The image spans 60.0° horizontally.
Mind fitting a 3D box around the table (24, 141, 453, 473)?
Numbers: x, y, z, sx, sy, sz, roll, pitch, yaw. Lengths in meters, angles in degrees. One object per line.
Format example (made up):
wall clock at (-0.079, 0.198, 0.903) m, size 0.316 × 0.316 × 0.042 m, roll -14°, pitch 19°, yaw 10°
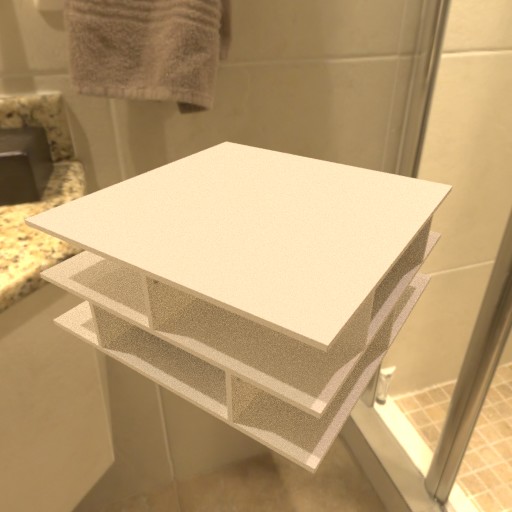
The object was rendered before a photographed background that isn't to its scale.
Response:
table at (0.000, 0.000, 1.083) m, size 0.700 × 0.289 × 0.700 m, roll 19°, pitch 35°, yaw 29°
